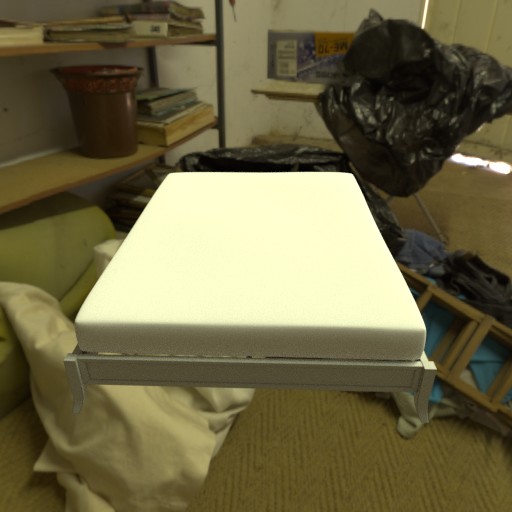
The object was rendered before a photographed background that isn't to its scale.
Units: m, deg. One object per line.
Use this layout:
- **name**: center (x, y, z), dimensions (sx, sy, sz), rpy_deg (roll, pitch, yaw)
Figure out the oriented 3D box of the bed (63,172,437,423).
- **bed**: center (0.000, 0.000, 2.794), dimensions (1.604, 0.510, 2.108), rpy_deg (1, 29, 2)
